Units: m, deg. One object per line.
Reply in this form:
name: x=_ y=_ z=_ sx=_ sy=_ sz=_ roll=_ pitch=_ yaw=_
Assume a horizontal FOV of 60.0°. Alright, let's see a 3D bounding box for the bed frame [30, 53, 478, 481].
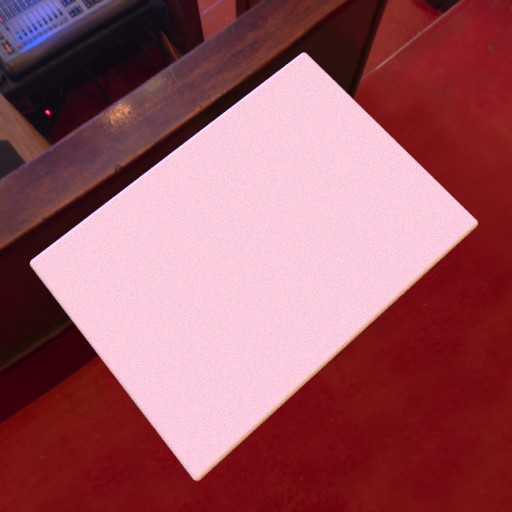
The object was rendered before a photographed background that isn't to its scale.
bed frame: x=0.000 y=0.000 z=2.655 sx=1.956 sy=0.659 sz=1.408 roll=-40 pitch=80 yaw=-9
